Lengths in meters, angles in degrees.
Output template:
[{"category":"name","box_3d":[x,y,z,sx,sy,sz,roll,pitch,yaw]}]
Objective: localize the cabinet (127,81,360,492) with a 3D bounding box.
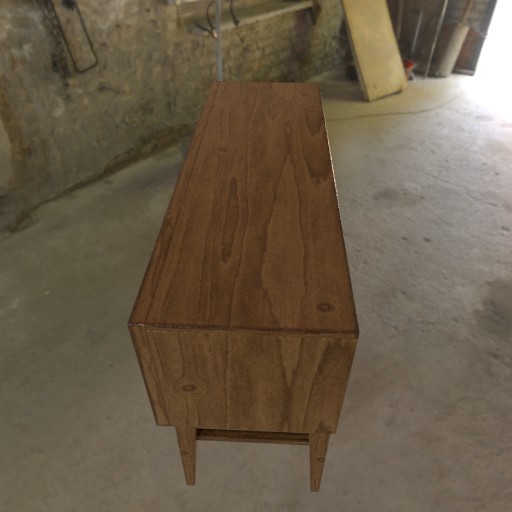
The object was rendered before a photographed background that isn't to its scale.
[{"category":"cabinet","box_3d":[0.000,0.000,1.659,0.477,0.802,1.363,2,41,2]}]
